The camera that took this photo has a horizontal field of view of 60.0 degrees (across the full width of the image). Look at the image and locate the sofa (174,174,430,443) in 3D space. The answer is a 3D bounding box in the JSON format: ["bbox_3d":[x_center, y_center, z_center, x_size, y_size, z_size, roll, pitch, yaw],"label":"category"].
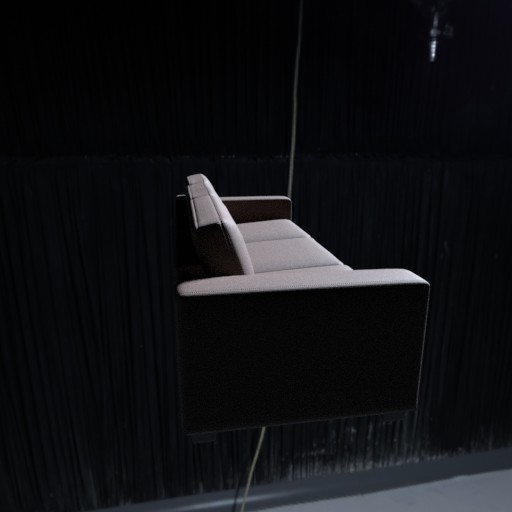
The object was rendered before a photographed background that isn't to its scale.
[{"bbox_3d":[0.000,0.000,2.542,0.900,0.806,2.160,-3,16,-9],"label":"sofa"}]
